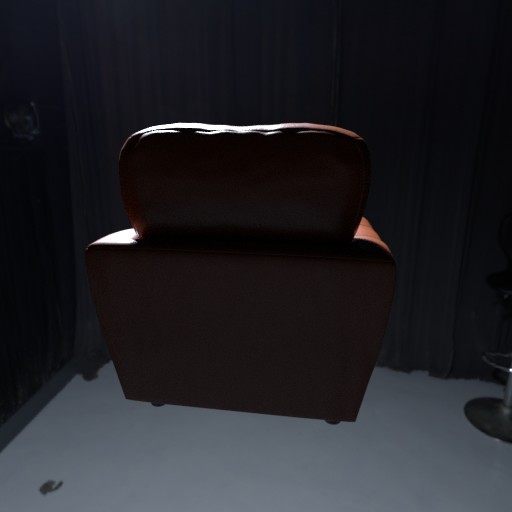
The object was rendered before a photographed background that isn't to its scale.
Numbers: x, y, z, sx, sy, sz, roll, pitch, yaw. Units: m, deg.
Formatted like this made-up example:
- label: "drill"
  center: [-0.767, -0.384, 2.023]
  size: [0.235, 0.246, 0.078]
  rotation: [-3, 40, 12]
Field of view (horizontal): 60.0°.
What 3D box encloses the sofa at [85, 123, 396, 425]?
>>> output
- label: "sofa"
  center: [0.000, 0.000, 1.530]
  size: [0.836, 0.876, 0.789]
  rotation: [3, 17, 9]
